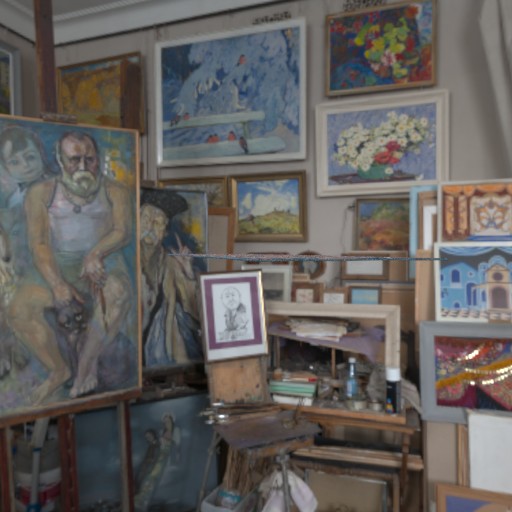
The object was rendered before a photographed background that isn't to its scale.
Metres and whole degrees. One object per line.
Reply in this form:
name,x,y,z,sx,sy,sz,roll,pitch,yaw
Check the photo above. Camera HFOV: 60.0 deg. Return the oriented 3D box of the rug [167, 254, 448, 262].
rug,0.000,0.000,2.791,0.801,0.010,2.459,0,1,-19
